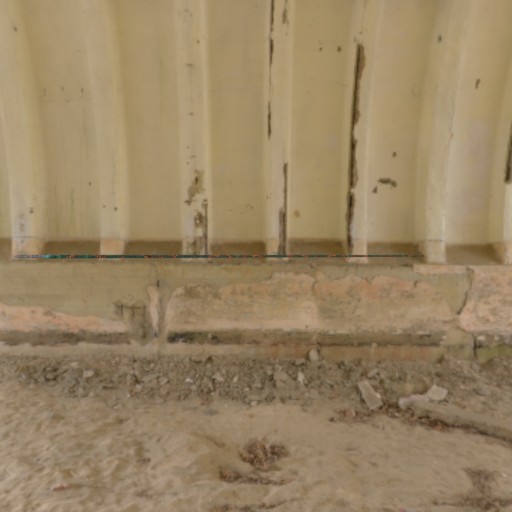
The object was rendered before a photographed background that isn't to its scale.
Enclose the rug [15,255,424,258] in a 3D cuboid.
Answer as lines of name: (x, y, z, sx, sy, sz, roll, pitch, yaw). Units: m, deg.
rug: (0.000, 0.000, 2.465, 2.286, 0.013, 0.686, 0, 0, -38)
